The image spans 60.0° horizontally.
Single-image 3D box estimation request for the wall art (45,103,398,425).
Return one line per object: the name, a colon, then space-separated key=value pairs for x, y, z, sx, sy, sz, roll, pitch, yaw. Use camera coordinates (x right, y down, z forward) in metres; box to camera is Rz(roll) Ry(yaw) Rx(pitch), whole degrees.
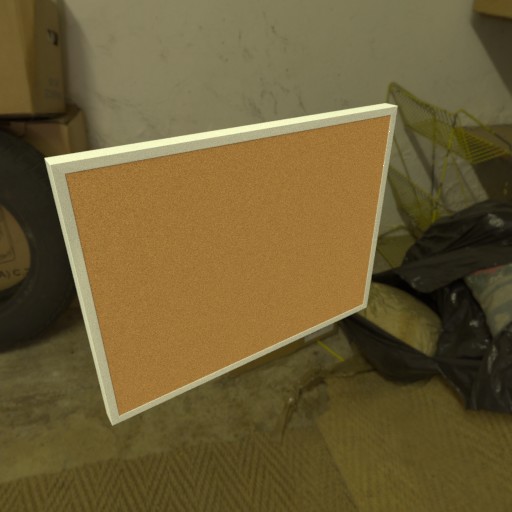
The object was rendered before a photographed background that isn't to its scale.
wall art: x=0.000 y=0.000 z=1.366 sx=1.041 sy=0.787 sz=0.053 roll=-18 pitch=35 yaw=-29
